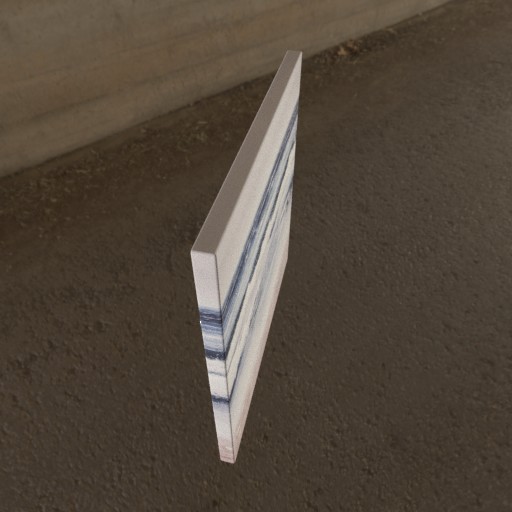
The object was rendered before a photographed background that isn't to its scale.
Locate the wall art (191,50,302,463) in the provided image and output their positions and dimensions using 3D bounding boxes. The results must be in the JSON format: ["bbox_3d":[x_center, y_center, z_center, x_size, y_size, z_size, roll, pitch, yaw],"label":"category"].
[{"bbox_3d":[0.000,0.000,1.129,0.065,0.747,0.755,9,46,9],"label":"wall art"}]
